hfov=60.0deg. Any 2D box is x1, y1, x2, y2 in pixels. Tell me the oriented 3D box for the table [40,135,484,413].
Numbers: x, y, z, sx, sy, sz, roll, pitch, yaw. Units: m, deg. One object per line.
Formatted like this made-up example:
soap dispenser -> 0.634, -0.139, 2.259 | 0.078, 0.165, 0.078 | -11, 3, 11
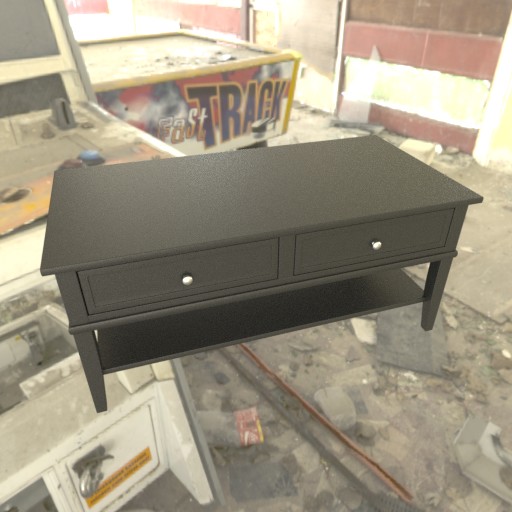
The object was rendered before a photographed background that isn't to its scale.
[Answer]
table -> 0.000, 0.000, 1.323 | 1.044, 0.470, 0.523 | -10, 34, -15
